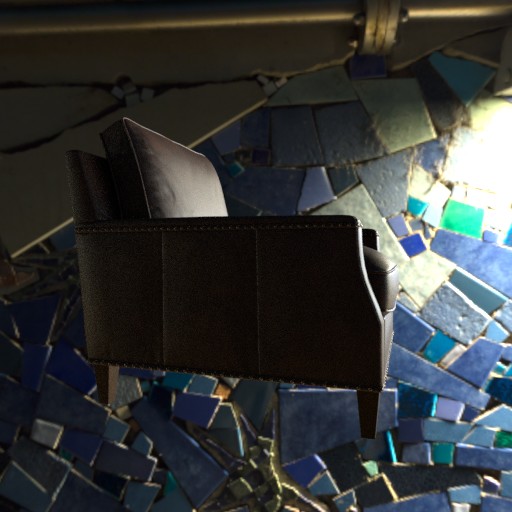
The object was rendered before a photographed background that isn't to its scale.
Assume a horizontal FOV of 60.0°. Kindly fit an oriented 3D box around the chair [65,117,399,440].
[{"bbox_3d":[0.000,0.000,1.653,1.014,0.929,0.853,0,1,19],"label":"chair"}]
